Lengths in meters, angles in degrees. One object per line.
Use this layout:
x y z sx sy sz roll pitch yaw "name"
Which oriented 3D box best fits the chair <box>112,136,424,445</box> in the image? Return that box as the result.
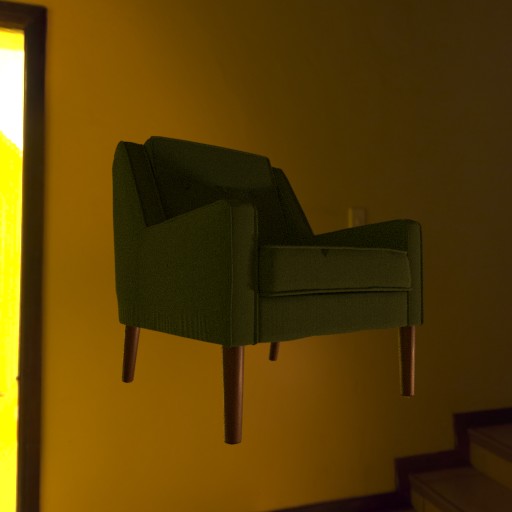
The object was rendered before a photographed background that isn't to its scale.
0.000 0.000 1.333 0.663 0.792 0.743 1 -3 -36 "chair"
